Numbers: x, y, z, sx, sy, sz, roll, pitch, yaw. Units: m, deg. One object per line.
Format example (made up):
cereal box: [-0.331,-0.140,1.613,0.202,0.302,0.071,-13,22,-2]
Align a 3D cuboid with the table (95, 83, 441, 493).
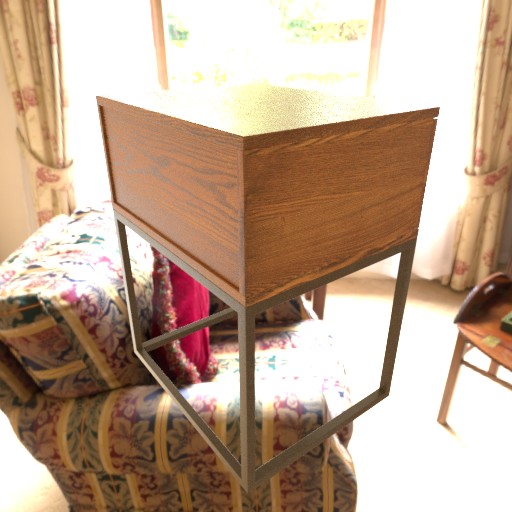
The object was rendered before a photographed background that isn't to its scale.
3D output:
table: [0.000,0.000,0.911,0.400,0.610,0.482,-19,32,-33]
